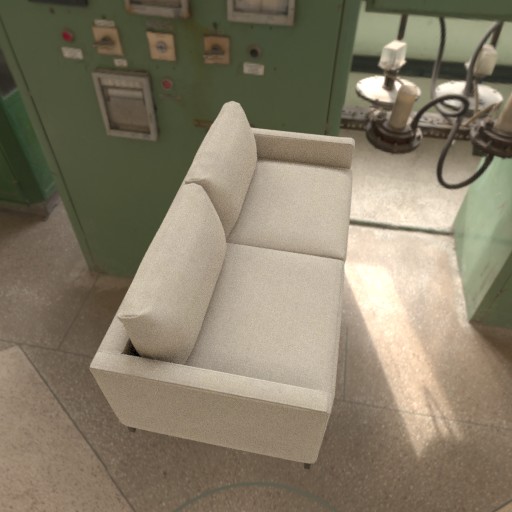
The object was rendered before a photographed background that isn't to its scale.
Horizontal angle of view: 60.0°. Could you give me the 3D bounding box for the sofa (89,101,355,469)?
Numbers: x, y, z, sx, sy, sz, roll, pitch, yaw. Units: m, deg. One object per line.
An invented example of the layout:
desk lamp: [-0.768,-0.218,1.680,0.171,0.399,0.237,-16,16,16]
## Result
sofa: [0.000,0.000,2.184,0.875,0.840,1.682,8,48,8]
